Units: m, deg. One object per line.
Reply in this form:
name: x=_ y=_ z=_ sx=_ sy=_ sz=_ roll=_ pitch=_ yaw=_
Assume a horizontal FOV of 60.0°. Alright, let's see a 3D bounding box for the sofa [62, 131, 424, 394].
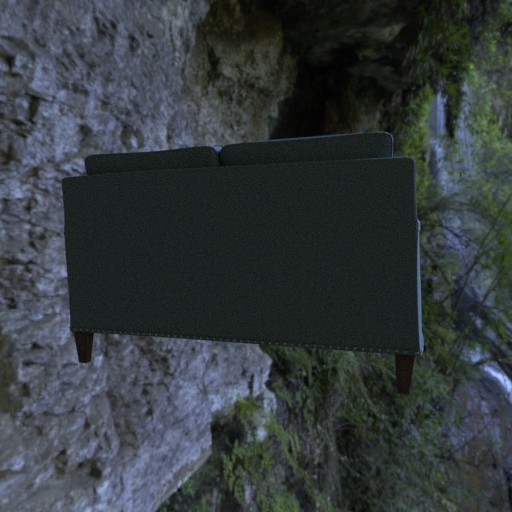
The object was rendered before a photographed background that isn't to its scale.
sofa: x=0.000 y=0.000 z=2.266 sx=1.597 sy=1.003 sz=1.084 roll=0 pitch=1 yaw=18
